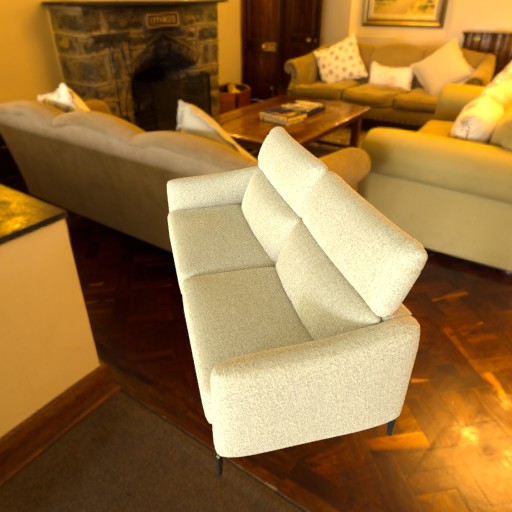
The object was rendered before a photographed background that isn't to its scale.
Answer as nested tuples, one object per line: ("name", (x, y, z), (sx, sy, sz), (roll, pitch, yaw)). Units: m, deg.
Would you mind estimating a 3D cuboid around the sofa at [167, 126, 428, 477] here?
("sofa", (0.000, 0.000, 2.457), (0.856, 0.956, 2.015), (-8, 31, -12))
